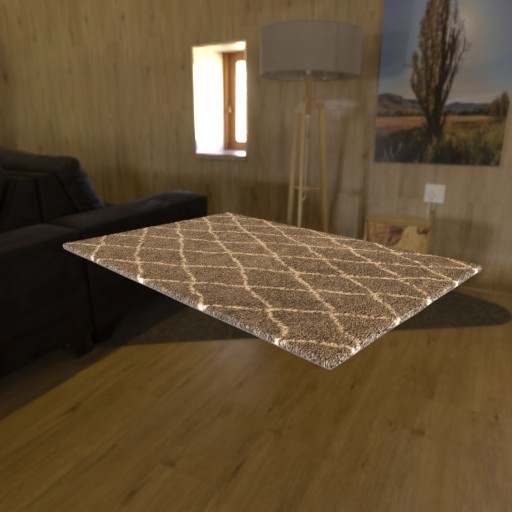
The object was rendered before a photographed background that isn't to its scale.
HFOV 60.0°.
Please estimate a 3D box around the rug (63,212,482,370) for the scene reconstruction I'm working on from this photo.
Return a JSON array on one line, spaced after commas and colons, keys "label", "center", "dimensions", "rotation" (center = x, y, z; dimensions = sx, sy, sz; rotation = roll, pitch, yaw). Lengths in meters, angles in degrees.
[{"label": "rug", "center": [0.000, 0.000, 2.248], "dimensions": [1.778, 0.030, 1.219], "rotation": [16, 23, 42]}]
